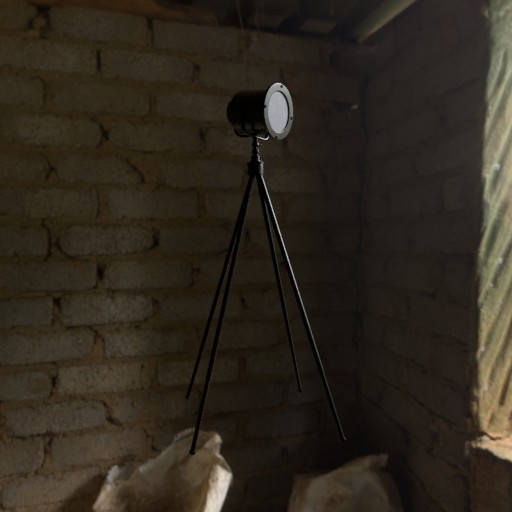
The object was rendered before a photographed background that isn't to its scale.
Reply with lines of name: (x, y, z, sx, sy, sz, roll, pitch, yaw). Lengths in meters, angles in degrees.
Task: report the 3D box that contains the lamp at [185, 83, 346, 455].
lamp: (0.000, 0.000, 2.025, 0.884, 1.504, 0.879, 1, 2, 35)
